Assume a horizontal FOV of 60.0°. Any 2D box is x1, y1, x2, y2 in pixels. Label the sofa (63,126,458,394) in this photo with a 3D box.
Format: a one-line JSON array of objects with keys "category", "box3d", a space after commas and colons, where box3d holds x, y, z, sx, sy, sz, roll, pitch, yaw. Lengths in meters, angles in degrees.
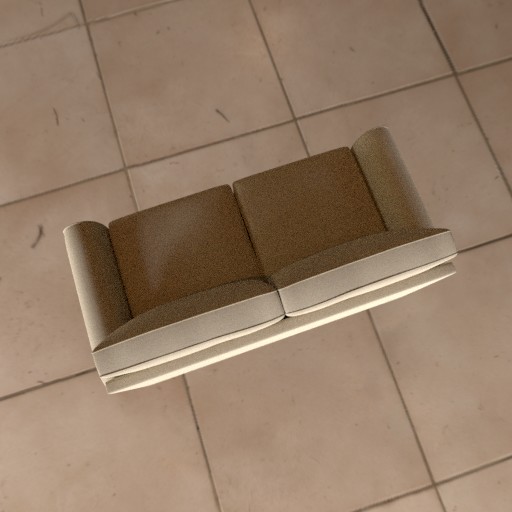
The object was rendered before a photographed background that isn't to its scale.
[{"category": "sofa", "box3d": [0.000, 0.000, 2.289, 1.774, 0.933, 0.861, -18, 77, -4]}]
